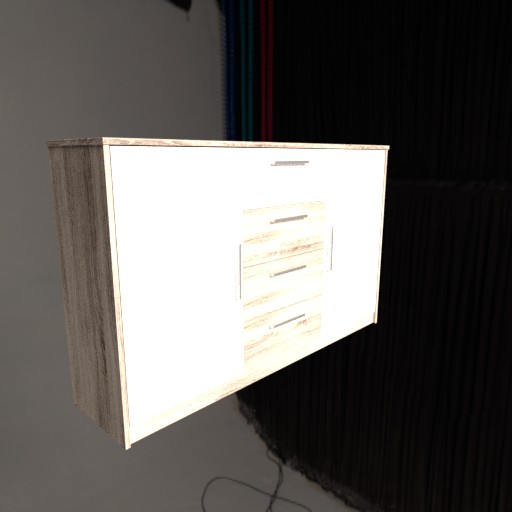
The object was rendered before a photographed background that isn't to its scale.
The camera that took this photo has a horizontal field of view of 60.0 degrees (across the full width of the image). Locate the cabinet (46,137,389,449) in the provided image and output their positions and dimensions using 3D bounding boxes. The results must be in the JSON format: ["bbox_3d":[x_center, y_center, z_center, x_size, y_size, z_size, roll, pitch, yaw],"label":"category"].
[{"bbox_3d":[0.000,0.000,1.833,0.380,0.900,1.450,12,18,43],"label":"cabinet"}]
